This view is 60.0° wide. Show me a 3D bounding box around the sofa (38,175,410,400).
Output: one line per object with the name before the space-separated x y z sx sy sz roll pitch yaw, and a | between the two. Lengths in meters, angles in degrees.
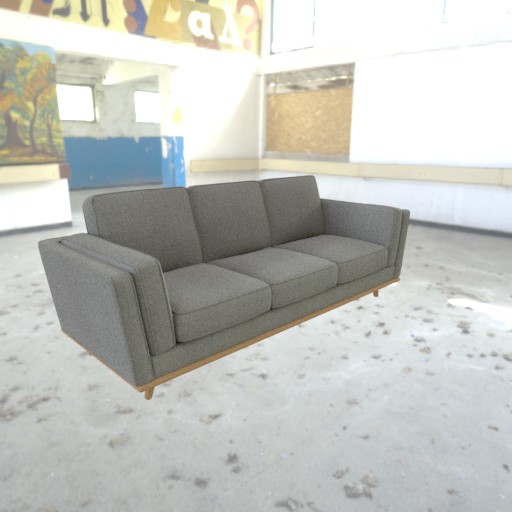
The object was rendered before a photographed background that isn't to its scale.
sofa | 0.000 0.000 2.837 2.362 0.899 0.903 -14 20 -42
